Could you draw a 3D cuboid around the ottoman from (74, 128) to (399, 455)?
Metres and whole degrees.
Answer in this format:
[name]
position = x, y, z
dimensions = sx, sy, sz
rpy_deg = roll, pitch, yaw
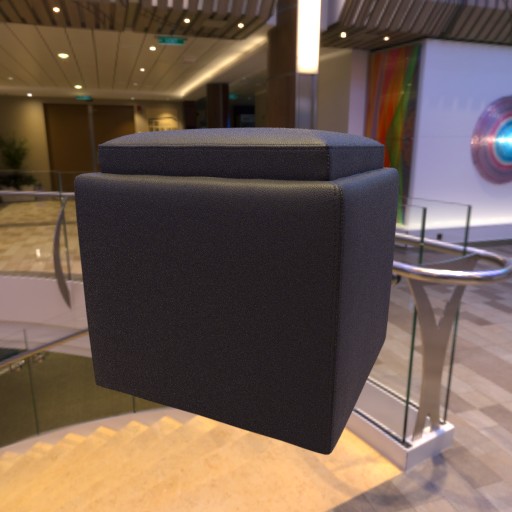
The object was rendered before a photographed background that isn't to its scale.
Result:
[ottoman]
position = 0.000, 0.000, 0.836
dimensions = 0.451, 0.460, 0.450
rpy_deg = 7, 15, 25
